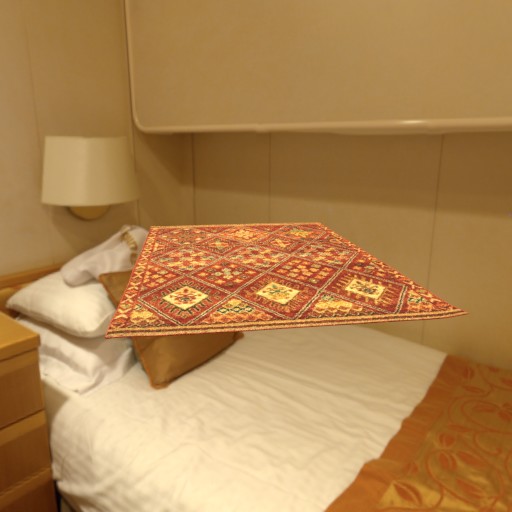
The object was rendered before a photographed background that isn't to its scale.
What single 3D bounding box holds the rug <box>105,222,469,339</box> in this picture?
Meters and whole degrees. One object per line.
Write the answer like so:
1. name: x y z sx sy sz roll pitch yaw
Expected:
1. rug: 0.000 0.000 2.894 1.521 0.026 2.286 -2 15 -8
